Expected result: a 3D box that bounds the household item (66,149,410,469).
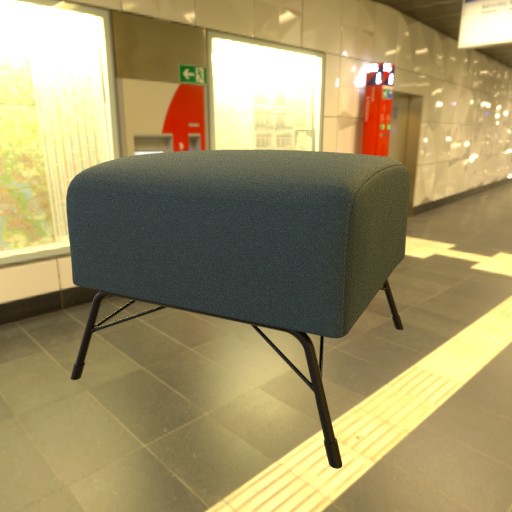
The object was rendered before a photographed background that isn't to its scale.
[{"bbox_3d":[0.000,0.000,0.899,0.530,0.420,0.530,8,17,26],"label":"household item"}]
